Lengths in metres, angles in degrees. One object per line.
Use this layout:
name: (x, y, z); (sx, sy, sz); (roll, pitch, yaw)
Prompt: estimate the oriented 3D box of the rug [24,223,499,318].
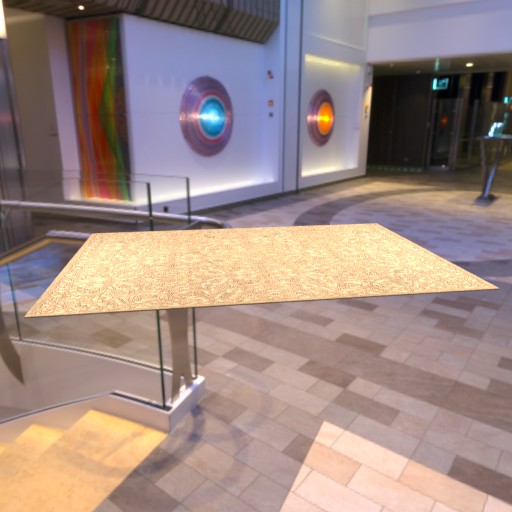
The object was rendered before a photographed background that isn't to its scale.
rug: (0.000, 0.000, 2.258); (1.827, 0.006, 1.221); (-3, 17, -8)
